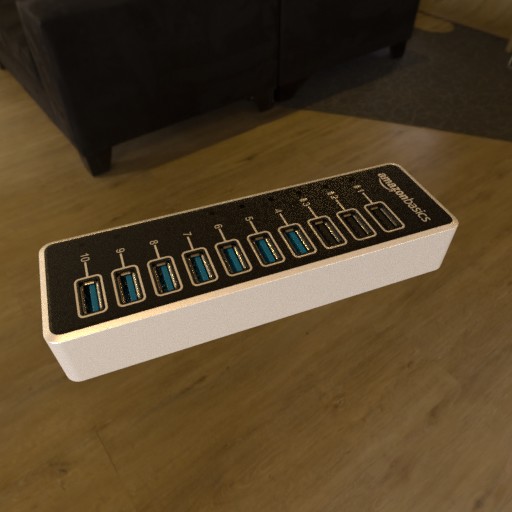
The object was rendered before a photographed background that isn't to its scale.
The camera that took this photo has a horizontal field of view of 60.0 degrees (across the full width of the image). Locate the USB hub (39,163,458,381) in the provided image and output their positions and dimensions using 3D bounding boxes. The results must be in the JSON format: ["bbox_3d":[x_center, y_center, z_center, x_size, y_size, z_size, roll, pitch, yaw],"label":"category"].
[{"bbox_3d":[0.000,0.000,0.165,0.145,0.023,0.044,-15,48,-14],"label":"USB hub"}]
